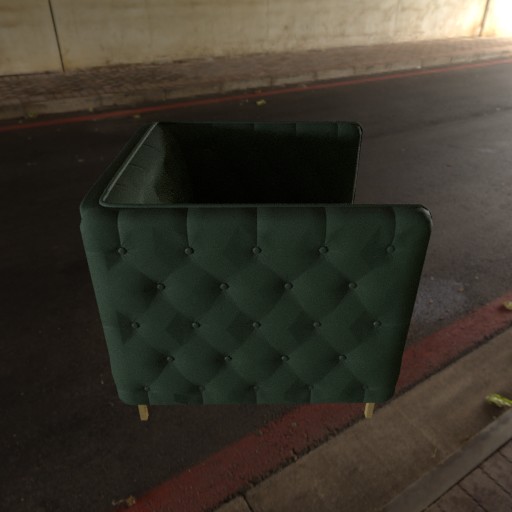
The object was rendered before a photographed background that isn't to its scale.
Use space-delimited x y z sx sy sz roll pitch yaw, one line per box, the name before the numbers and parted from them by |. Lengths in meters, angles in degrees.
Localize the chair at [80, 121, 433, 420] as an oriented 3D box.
chair | 0.000 0.000 1.573 0.855 0.768 0.917 0 31 -1
